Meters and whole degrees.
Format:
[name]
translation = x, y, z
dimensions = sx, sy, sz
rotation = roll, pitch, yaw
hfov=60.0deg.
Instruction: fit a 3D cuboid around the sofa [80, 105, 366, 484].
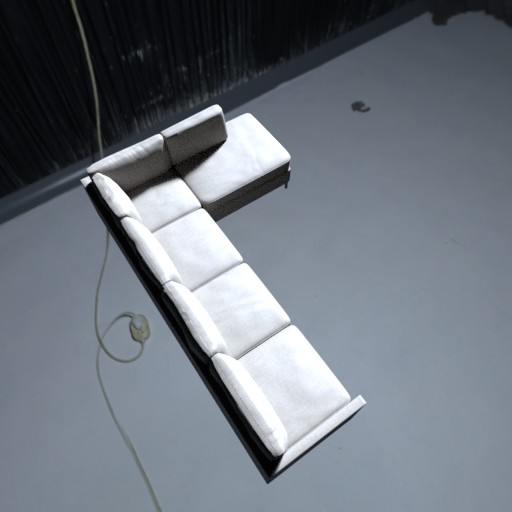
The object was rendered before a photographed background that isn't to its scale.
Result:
[sofa]
translation = 0.000, 0.000, 4.309
dimensions = 2.077, 0.964, 3.331
rotation = -31, 64, -17
